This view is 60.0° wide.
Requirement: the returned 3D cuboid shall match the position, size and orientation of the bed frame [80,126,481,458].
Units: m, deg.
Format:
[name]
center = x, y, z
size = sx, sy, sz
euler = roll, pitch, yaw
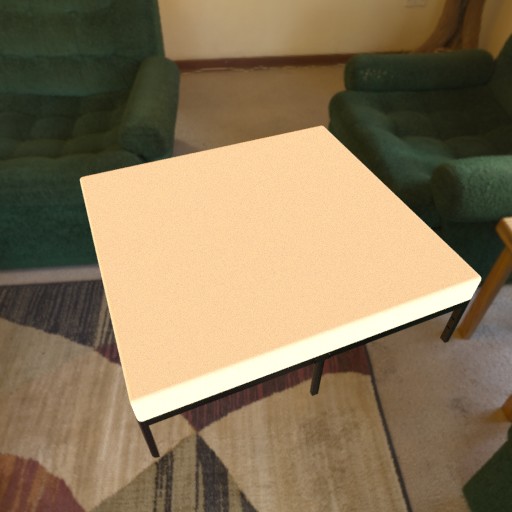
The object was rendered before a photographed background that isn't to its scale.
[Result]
[bed frame]
center = 0.000, 0.000, 3.176
size = 2.079, 0.659, 1.963
euler = -16, 47, -16
